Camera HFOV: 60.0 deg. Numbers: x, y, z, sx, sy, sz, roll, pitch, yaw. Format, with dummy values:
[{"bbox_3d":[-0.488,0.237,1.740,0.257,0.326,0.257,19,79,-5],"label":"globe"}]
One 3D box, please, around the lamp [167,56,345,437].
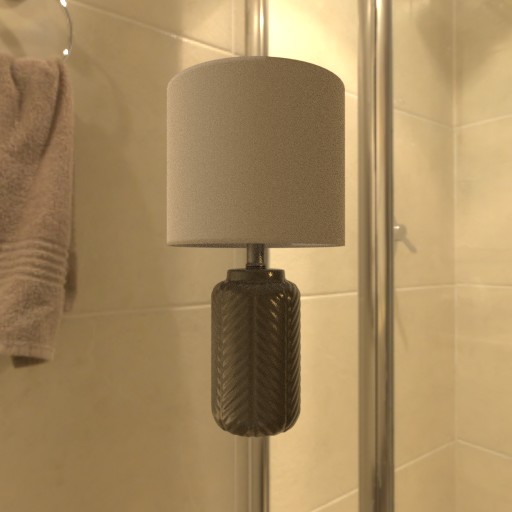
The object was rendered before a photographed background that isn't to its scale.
[{"bbox_3d":[0.000,0.000,0.515,0.203,0.389,0.203,0,0,15],"label":"lamp"}]
